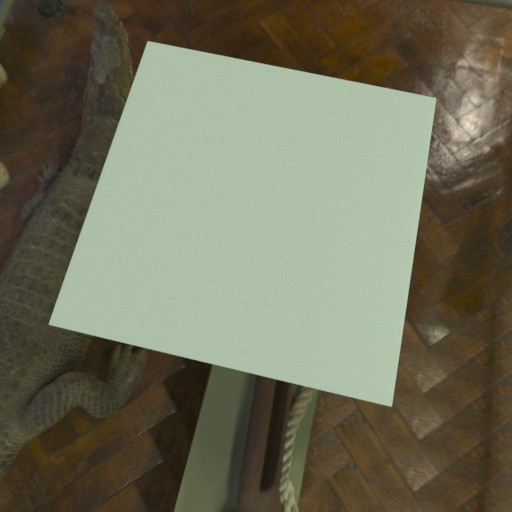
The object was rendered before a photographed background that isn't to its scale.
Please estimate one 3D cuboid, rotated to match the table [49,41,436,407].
[{"bbox_3d":[0.000,0.000,0.756,0.381,0.483,0.381,13,75,3],"label":"table"}]
